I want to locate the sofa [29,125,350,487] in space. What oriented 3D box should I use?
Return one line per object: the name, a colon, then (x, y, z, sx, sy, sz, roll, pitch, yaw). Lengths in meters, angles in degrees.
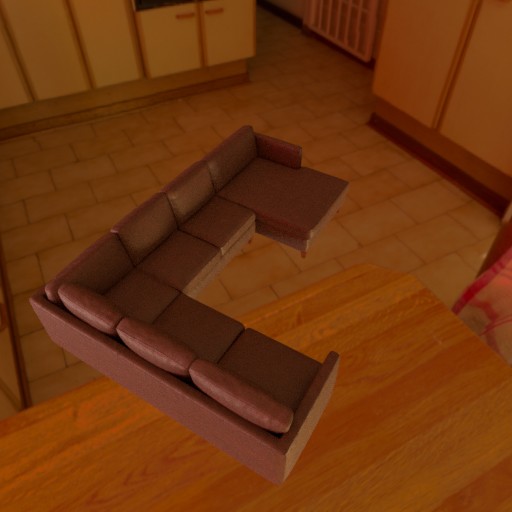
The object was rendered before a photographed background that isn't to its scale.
sofa: (0.000, 0.000, 4.582, 2.593, 0.923, 3.460, 23, 50, 22)
